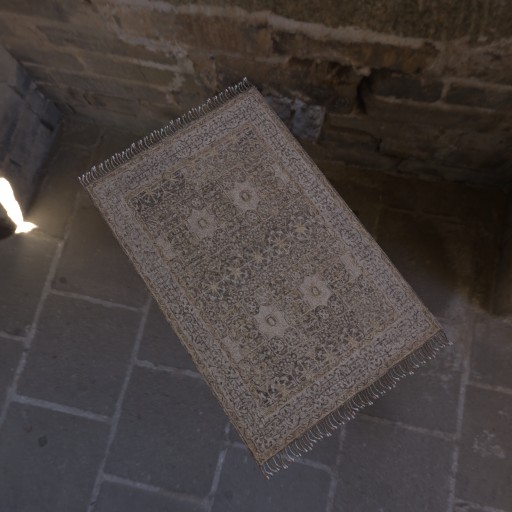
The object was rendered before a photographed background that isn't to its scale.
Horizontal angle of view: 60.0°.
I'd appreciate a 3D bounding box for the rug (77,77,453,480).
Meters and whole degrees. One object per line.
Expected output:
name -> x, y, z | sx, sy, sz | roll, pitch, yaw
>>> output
rug -> 0.000, 0.000, 2.539 | 1.237, 0.010, 2.029 | -33, 78, -8
